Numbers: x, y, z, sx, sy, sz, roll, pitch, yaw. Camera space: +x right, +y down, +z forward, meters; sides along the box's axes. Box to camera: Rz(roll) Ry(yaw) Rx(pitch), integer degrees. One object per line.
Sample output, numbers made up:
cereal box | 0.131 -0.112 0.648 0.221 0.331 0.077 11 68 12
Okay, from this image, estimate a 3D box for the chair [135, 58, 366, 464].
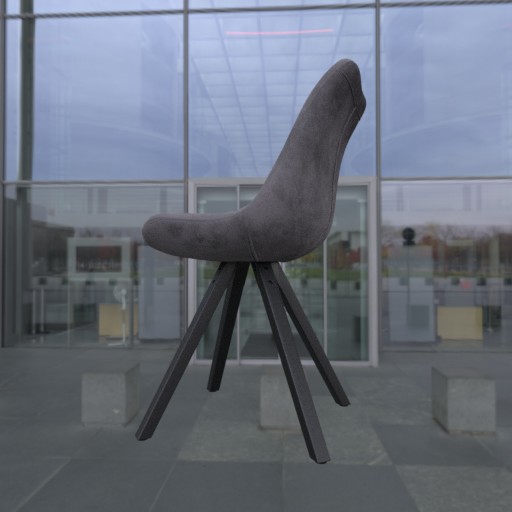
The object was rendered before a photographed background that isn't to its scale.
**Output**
chair | 0.000 0.000 1.156 0.550 0.850 0.485 0 -1 18
